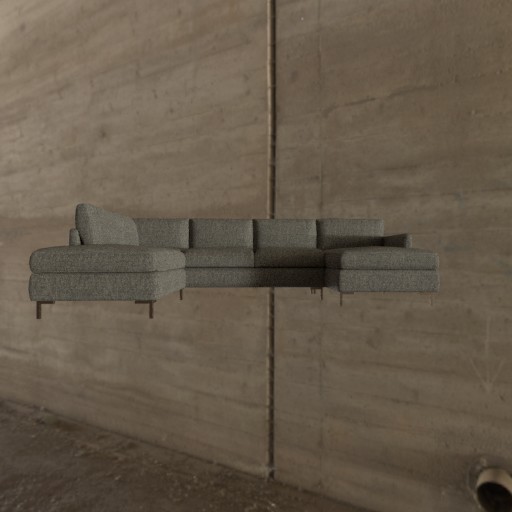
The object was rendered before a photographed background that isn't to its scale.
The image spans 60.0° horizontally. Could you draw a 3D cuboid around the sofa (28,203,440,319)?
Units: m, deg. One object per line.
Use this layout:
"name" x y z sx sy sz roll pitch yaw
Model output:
"sofa" 0.000 0.000 3.562 2.737 0.756 1.879 0 0 -1
